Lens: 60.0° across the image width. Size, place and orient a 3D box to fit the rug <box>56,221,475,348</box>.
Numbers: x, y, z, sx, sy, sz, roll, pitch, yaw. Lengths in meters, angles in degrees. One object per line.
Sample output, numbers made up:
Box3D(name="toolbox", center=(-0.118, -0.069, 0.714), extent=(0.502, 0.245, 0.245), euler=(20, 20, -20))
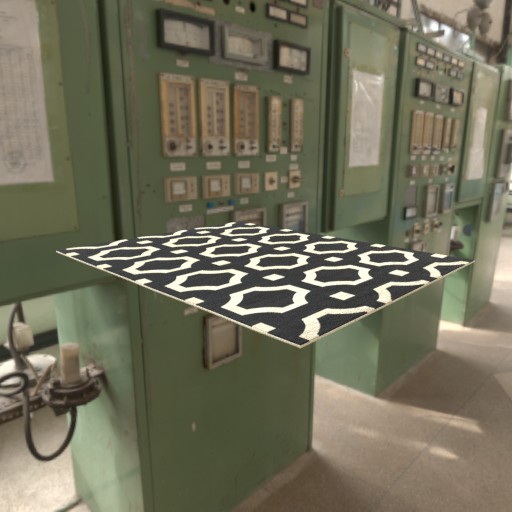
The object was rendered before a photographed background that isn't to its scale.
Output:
Box3D(name="rug", center=(0.000, 0.000, 4.126), extent=(3.049, 0.021, 2.466), euler=(13, 19, 43))
